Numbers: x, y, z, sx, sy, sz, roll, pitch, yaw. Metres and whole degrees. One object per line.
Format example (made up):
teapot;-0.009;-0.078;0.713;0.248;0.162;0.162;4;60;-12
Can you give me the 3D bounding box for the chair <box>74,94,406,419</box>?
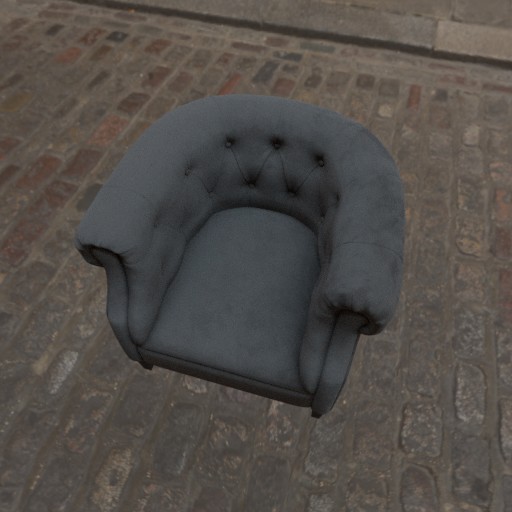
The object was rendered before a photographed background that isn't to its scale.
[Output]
chair;0.000;0.000;1.605;0.904;0.826;0.851;13;58;9
